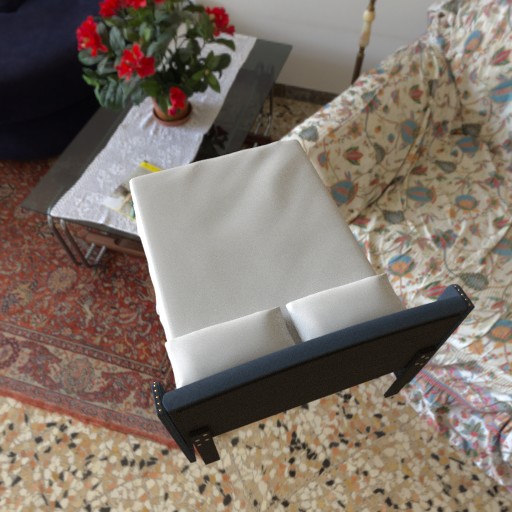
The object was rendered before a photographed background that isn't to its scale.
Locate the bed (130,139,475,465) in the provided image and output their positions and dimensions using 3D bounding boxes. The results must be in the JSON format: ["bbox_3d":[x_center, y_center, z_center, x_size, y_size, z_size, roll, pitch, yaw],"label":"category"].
[{"bbox_3d":[0.000,0.000,3.272,1.710,1.407,2.237,-16,58,-10],"label":"bed"}]
